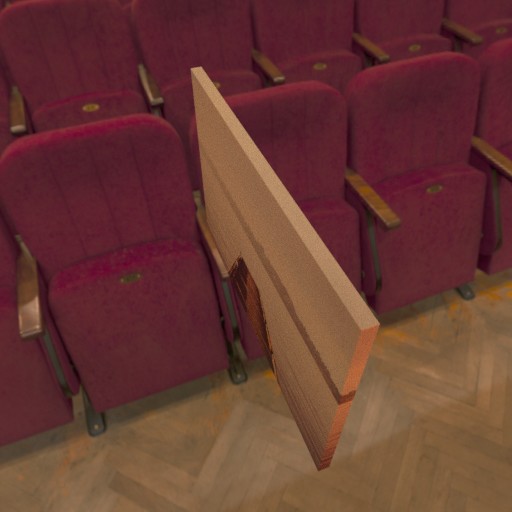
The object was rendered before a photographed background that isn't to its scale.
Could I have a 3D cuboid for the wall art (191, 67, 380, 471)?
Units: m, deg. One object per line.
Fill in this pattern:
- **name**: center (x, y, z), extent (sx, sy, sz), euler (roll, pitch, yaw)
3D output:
- **wall art**: center (0.000, 0.000, 0.773), extent (0.021, 0.410, 0.615), euler (-16, 49, -14)
